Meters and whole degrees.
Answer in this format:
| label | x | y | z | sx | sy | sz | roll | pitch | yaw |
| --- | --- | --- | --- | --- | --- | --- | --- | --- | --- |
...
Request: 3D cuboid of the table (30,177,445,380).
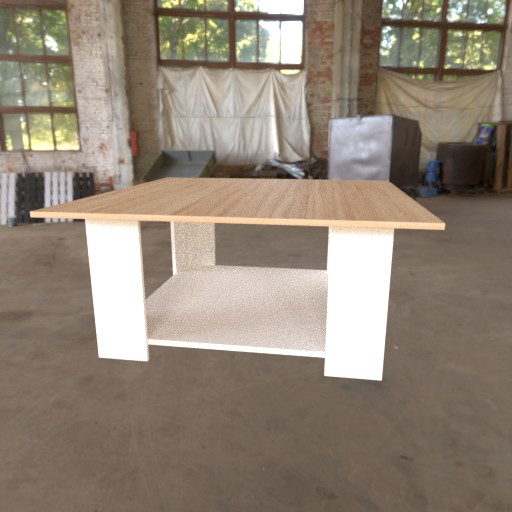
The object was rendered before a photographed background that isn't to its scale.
| label | x | y | z | sx | sy | sz | roll | pitch | yaw |
| --- | --- | --- | --- | --- | --- | --- | --- | --- | --- |
| table | 0.000 | 0.000 | 1.059 | 0.670 | 0.305 | 0.670 | 2 | 15 | 9 |
